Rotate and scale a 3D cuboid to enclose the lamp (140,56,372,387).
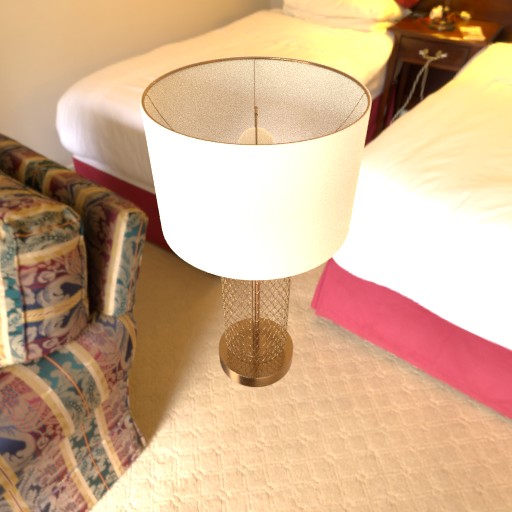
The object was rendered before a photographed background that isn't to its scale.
[{"bbox_3d":[0.000,0.000,0.650,0.252,0.483,0.252,-1,41,-1],"label":"lamp"}]
